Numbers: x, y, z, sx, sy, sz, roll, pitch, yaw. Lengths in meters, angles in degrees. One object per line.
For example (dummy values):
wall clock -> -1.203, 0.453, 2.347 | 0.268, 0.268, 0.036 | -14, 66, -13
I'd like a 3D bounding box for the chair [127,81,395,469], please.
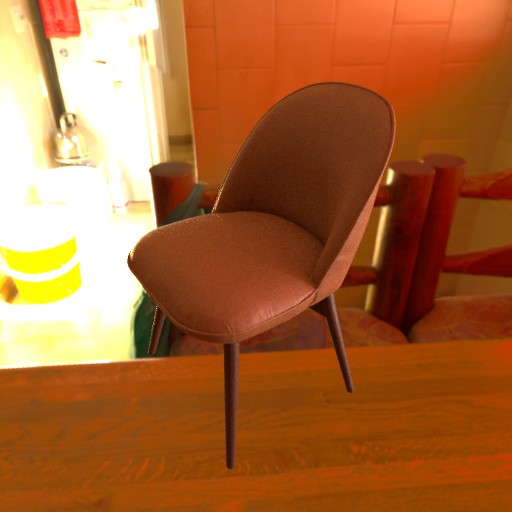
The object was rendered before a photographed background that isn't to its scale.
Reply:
chair -> 0.000, 0.000, 1.217 | 0.631, 0.831, 0.521 | -20, 37, -29
